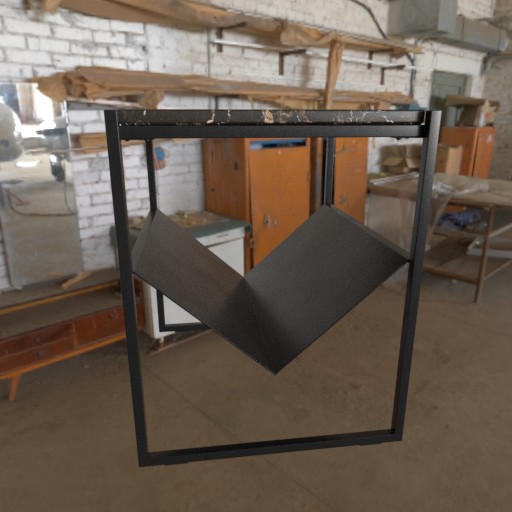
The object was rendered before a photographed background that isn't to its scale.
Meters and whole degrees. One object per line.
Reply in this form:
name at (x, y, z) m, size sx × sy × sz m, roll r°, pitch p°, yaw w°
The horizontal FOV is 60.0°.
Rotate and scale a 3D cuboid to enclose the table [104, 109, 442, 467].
table at (0.000, 0.000, 0.858) m, size 0.432 × 0.534 × 0.469 m, roll -2°, pitch 18°, yaw -7°
